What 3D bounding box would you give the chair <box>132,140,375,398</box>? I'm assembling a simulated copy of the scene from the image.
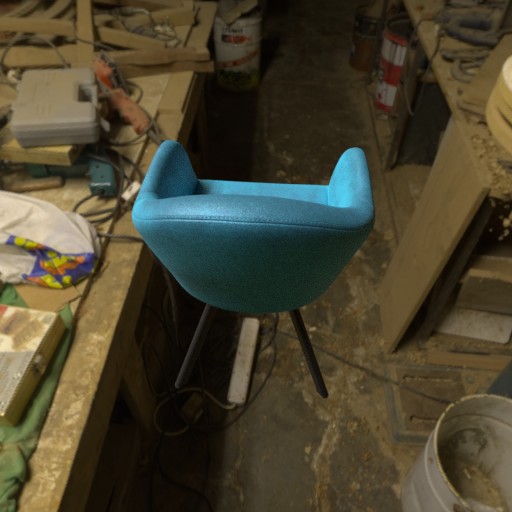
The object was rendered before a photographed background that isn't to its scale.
[{"bbox_3d":[0.000,0.000,1.172,0.540,0.780,0.570,3,48,3],"label":"chair"}]
